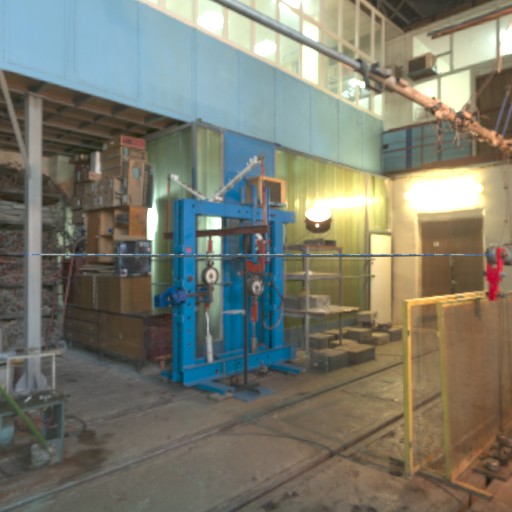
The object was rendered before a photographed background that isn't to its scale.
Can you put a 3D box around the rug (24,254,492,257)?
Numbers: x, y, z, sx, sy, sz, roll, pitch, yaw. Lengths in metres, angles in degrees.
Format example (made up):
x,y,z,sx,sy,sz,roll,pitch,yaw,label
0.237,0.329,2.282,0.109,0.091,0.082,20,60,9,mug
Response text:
x,y,z,sx,sy,sz,roll,pitch,yaw,label
0.000,0.000,4.041,3.007,0.007,2.435,0,0,-2,rug
